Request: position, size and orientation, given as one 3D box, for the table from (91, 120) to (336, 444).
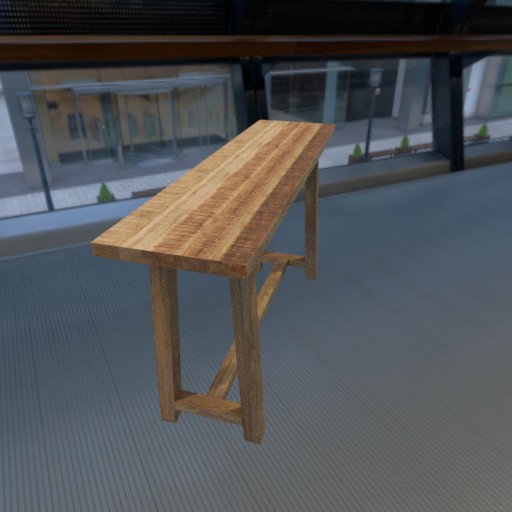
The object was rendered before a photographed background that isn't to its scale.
[{"bbox_3d":[0.000,0.000,1.882,0.405,0.810,1.524,8,30,14],"label":"table"}]
